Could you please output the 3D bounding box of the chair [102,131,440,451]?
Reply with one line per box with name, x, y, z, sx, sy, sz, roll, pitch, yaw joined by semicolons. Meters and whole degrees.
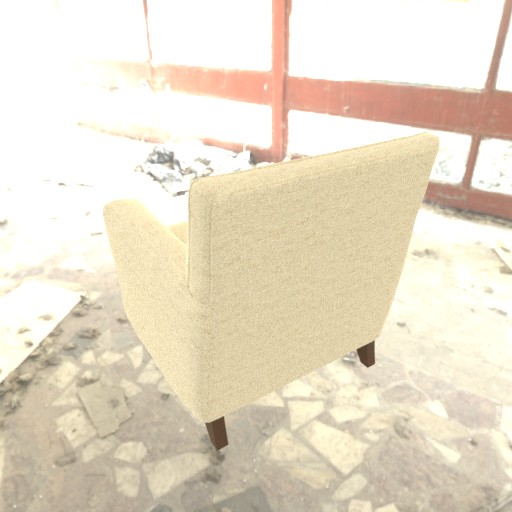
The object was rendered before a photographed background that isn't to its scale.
chair;0.000;0.000;1.634;0.870;0.943;0.823;-18;33;-29
